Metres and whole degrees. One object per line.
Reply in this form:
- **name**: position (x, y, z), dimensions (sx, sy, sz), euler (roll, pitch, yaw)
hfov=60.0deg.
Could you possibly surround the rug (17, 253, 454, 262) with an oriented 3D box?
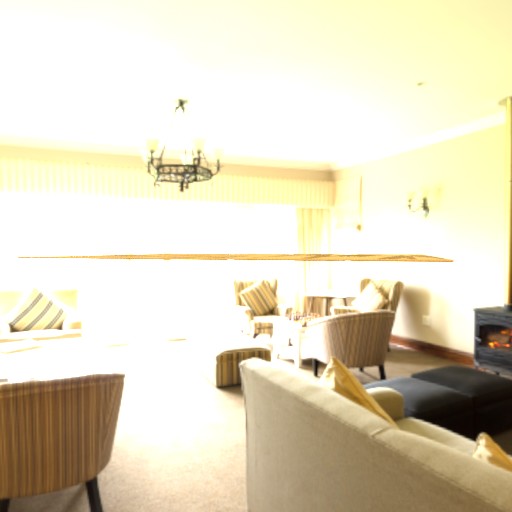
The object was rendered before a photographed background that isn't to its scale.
- **rug**: position (0.000, 0.000, 3.932), dimensions (2.945, 0.014, 2.353), euler (0, 1, 17)
